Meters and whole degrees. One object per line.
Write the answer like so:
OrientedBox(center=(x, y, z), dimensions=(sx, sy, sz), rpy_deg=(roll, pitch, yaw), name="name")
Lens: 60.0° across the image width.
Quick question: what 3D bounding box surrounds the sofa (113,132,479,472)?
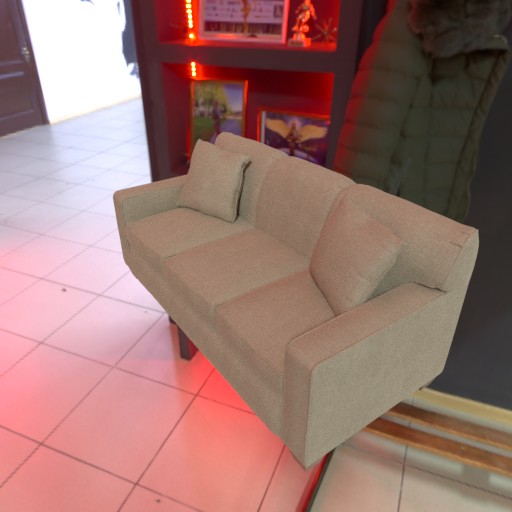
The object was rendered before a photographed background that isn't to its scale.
OrientedBox(center=(0.000, 0.000, 2.557), dimensions=(0.997, 0.958, 2.024), rpy_deg=(-20, 36, -30), name="sofa")
